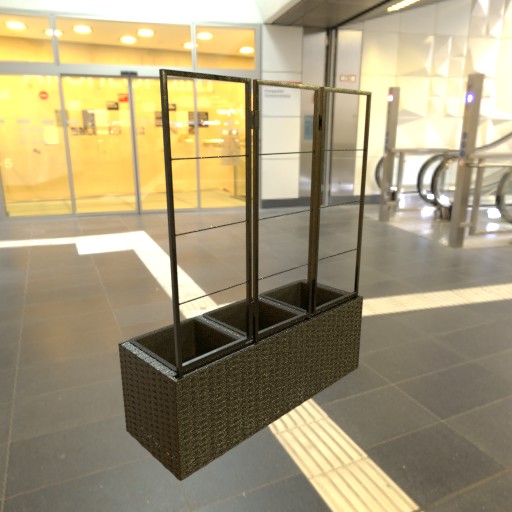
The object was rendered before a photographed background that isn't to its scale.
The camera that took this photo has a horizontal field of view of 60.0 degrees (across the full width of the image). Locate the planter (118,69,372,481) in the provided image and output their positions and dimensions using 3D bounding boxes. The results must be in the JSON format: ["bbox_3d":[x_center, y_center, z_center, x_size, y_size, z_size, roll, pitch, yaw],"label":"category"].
[{"bbox_3d":[0.000,0.000,1.170,0.698,0.841,0.244,-15,22,-42],"label":"planter"}]
